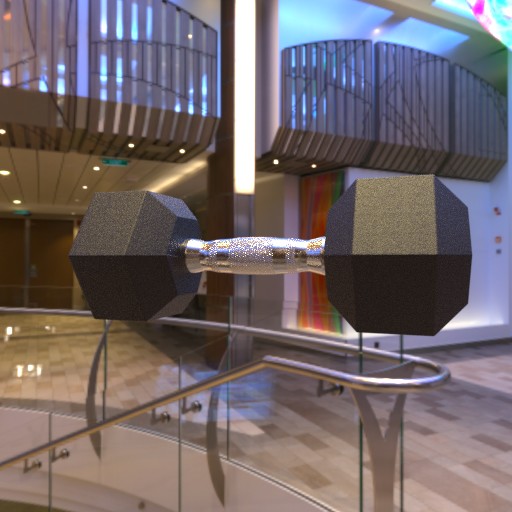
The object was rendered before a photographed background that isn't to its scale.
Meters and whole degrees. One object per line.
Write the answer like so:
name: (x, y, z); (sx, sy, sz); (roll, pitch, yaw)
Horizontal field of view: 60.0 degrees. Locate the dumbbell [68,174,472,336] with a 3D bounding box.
dumbbell: (0.000, 0.000, 0.416); (0.356, 0.123, 0.141); (0, 0, 18)
